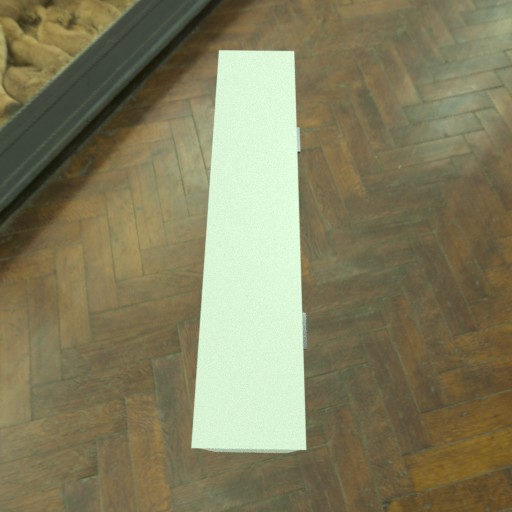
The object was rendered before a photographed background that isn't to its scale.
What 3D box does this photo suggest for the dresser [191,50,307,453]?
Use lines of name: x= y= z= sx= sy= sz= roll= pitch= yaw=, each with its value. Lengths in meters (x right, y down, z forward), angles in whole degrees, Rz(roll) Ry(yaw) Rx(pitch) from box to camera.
dresser: x=0.000 y=0.000 z=1.900 sx=0.333 sy=0.790 sz=1.535 roll=1 pitch=65 yaw=0
